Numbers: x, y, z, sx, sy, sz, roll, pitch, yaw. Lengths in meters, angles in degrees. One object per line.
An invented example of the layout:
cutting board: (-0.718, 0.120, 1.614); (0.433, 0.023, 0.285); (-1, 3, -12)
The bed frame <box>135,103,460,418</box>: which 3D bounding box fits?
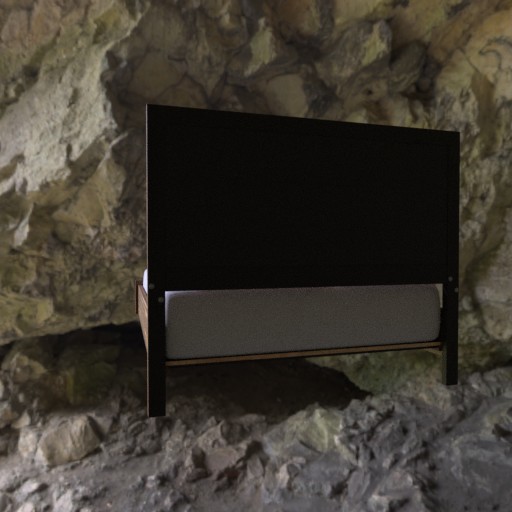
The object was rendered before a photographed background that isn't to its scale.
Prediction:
bed frame: (0.000, 0.000, 3.325); (1.696, 1.417, 2.276); (0, 1, -17)
